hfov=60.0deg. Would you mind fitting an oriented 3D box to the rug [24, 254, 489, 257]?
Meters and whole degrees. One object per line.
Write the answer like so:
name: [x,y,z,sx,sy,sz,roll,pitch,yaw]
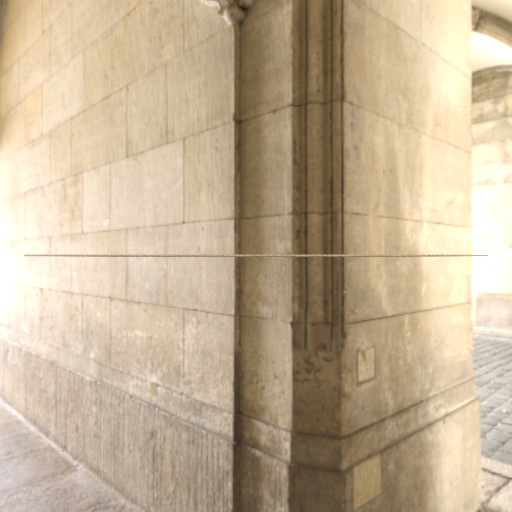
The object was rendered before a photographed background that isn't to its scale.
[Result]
rug: [0.000,0.000,3.084,2.440,0.008,1.524,0,0,0]
